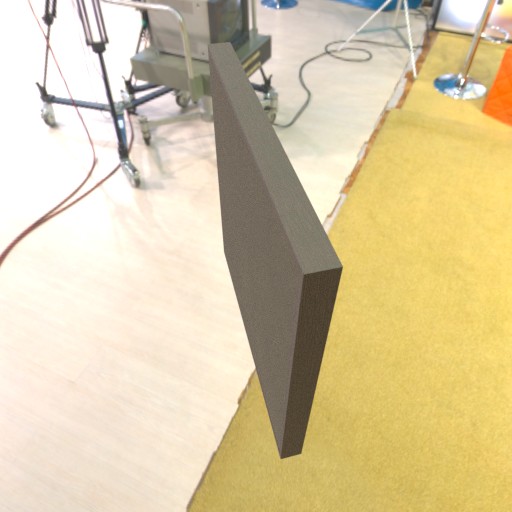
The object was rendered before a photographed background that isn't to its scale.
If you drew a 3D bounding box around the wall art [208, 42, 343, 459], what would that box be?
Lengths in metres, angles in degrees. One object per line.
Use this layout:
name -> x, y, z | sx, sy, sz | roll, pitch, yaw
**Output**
wall art -> 0.000, 0.000, 0.757 | 0.038, 0.506, 0.508 | -10, 49, -9
